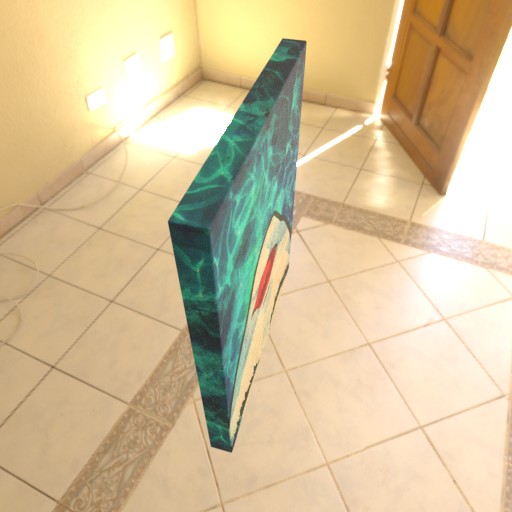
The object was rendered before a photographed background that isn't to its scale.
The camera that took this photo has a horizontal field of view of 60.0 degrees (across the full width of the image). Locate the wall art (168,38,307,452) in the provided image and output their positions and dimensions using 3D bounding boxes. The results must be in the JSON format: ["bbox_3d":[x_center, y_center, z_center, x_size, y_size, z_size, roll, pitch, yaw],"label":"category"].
[{"bbox_3d":[0.000,0.000,0.706,0.038,0.508,0.432,11,47,11],"label":"wall art"}]
